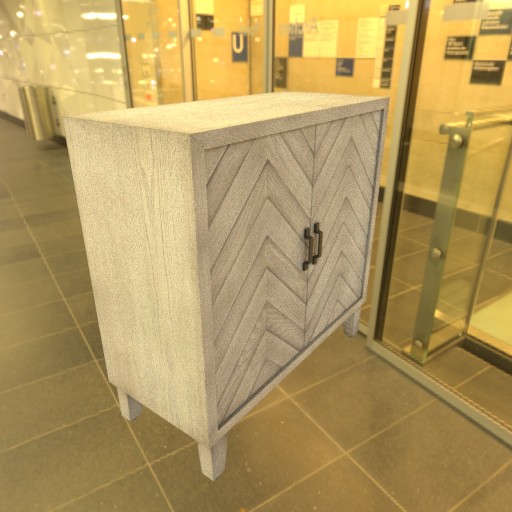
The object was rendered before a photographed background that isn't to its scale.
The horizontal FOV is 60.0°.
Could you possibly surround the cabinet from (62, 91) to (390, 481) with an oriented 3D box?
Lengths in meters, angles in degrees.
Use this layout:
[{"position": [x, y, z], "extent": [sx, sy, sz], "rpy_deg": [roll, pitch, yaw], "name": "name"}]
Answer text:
[{"position": [0.000, 0.000, 1.214], "extent": [0.370, 0.787, 0.781], "rpy_deg": [18, 30, 33], "name": "cabinet"}]
